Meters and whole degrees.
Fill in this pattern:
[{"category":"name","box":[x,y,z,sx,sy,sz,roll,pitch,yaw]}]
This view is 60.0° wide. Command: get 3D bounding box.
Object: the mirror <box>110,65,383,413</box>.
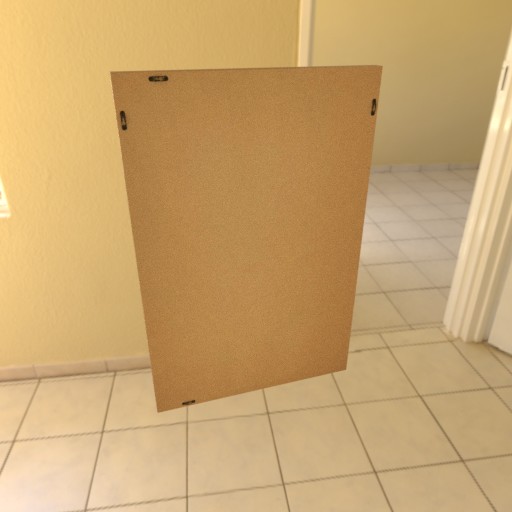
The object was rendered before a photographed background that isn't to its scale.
[{"category":"mirror","box":[0.000,0.000,1.171,0.609,0.915,0.040,-8,28,-16]}]
